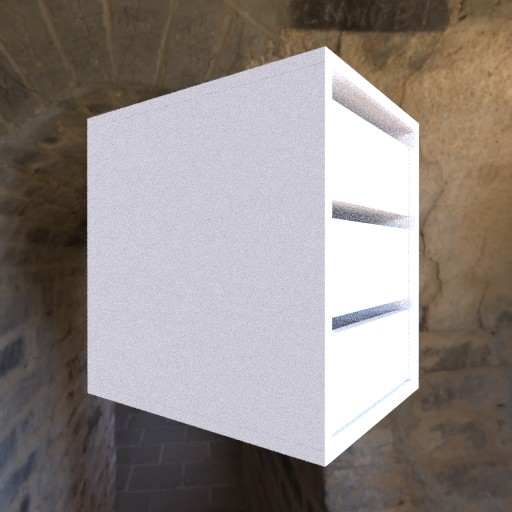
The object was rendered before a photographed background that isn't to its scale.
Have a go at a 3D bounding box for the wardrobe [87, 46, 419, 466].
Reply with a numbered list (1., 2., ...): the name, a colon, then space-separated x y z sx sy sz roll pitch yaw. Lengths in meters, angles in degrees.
1. wardrobe: 0.000 0.000 0.856 0.500 0.520 0.400 0 0 36
